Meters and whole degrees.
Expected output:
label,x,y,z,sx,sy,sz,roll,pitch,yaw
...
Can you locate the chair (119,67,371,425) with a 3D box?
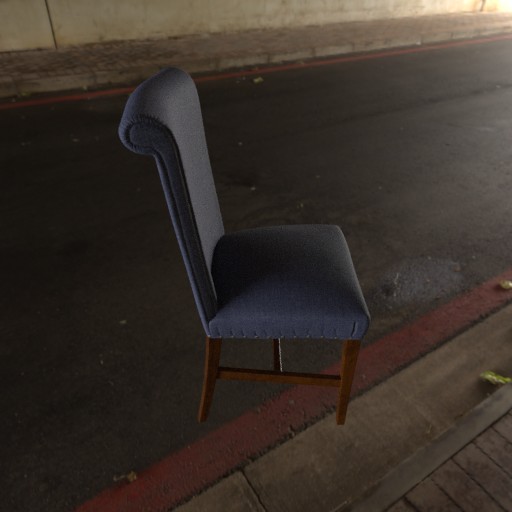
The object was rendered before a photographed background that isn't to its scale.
label,x,y,z,sx,sy,sz,roll,pitch,yaw
chair,0.000,0.000,1.344,0.608,0.988,0.513,-1,34,-1
